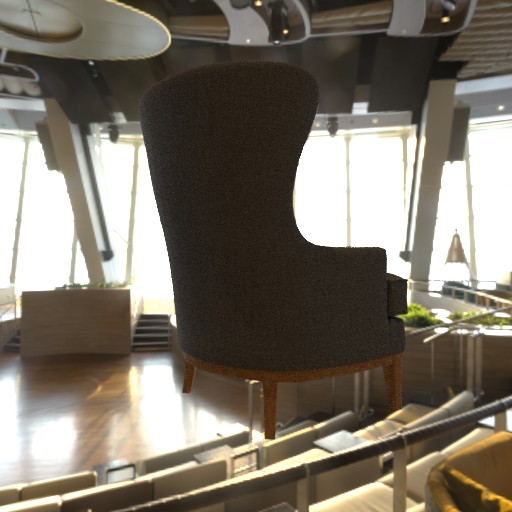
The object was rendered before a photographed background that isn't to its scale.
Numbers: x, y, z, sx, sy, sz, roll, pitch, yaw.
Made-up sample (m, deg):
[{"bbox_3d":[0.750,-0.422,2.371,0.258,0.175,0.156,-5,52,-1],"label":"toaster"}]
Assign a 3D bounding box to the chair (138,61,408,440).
[{"bbox_3d":[0.000,0.000,1.765,0.883,1.176,0.864,-1,1,-37],"label":"chair"}]
